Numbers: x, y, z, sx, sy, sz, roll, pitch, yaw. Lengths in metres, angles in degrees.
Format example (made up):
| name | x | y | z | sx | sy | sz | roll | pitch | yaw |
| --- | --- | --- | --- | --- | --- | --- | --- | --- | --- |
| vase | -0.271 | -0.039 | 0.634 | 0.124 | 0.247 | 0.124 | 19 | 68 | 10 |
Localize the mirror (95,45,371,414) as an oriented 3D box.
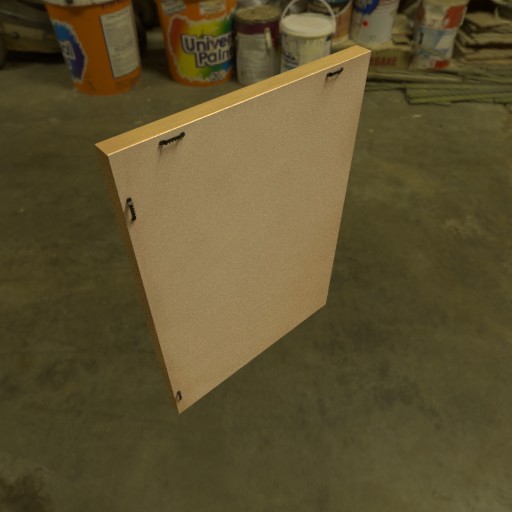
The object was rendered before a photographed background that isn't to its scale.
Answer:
| name | x | y | z | sx | sy | sz | roll | pitch | yaw |
| --- | --- | --- | --- | --- | --- | --- | --- | --- | --- |
| mirror | 0.000 | 0.000 | 0.920 | 0.507 | 0.710 | 0.039 | -32 | 53 | -27 |
